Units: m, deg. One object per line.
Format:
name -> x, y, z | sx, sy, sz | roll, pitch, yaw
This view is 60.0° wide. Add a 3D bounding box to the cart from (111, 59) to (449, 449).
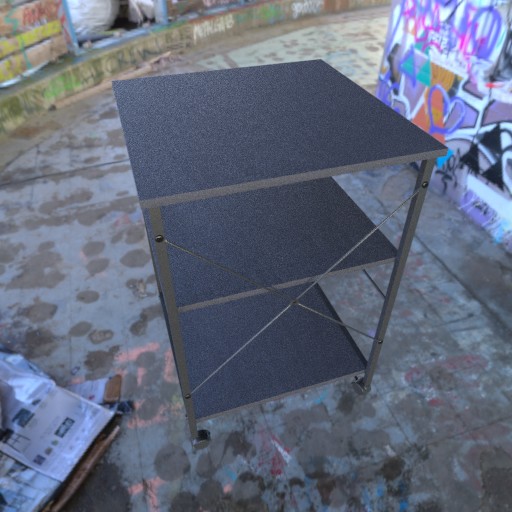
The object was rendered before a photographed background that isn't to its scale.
cart -> 0.000, 0.000, 1.127 | 0.521, 0.762, 0.520 | -12, 42, -14
